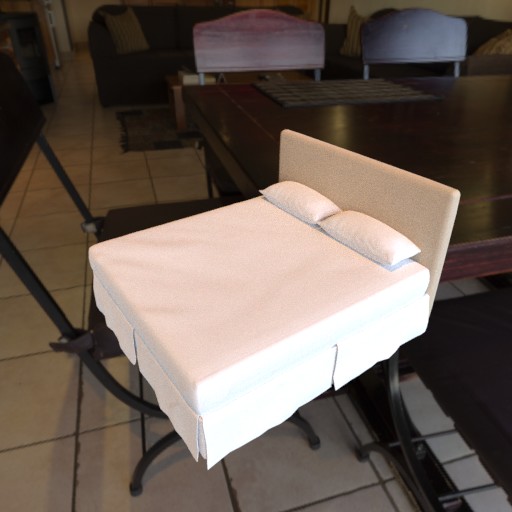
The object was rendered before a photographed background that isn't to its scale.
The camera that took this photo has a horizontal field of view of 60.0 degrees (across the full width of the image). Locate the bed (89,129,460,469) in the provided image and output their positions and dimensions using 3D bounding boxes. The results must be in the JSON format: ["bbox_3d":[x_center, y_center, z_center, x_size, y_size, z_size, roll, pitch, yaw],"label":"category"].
[{"bbox_3d":[0.000,0.000,3.688,2.319,1.317,2.119,-20,37,-30],"label":"bed"}]
